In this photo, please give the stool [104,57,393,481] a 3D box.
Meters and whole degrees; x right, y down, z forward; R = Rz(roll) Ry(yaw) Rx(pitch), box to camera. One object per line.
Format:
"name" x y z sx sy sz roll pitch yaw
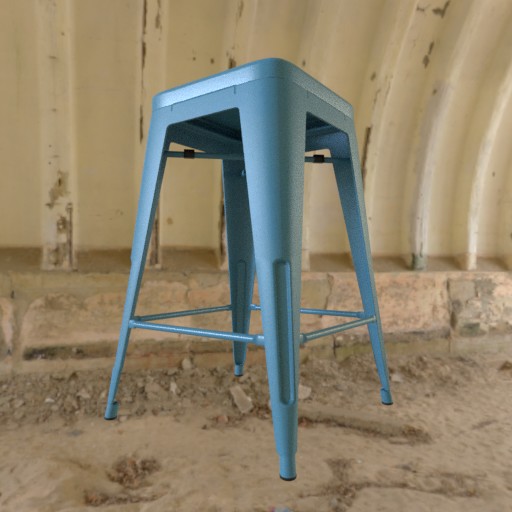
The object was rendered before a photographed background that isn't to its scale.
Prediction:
"stool" 0.000 0.000 0.871 0.410 0.608 0.410 -1 -1 36
